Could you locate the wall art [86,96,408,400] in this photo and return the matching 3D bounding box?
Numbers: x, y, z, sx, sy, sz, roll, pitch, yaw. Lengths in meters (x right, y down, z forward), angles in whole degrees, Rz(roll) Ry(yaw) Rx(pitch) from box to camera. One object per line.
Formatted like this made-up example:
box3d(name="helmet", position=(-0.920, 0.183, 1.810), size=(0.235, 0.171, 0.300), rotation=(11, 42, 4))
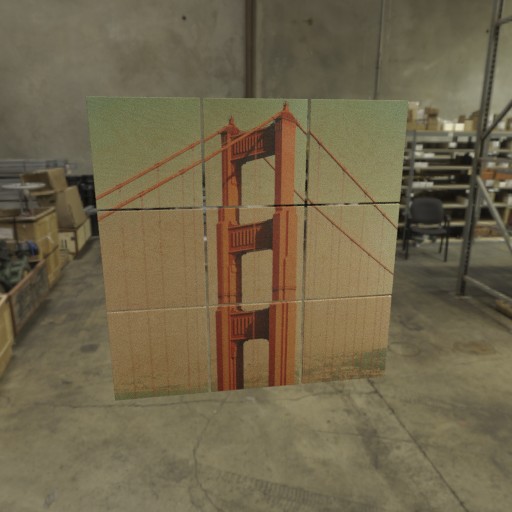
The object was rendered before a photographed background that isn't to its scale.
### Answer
box3d(name="wall art", position=(0.000, 0.000, 1.820), size=(1.214, 1.219, 0.013), rotation=(-2, 16, -9))
